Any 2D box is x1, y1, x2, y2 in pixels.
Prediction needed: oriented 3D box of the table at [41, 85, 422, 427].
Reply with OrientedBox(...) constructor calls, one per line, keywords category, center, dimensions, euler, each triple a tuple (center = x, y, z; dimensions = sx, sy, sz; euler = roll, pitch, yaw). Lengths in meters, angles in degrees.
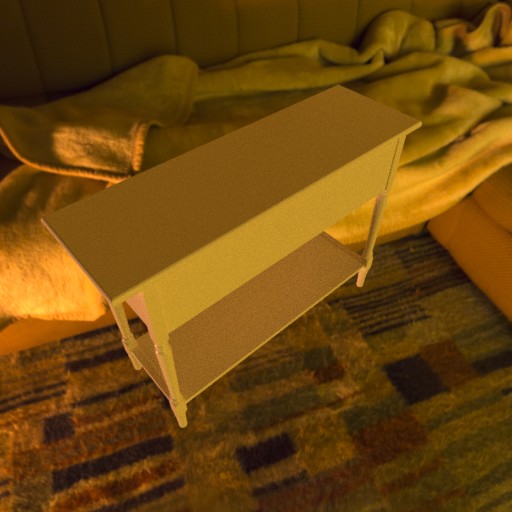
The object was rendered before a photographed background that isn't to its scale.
OrientedBox(category="table", center=(0.000, 0.000, 1.638), dimensions=(1.191, 0.814, 0.386), euler=(-32, 54, -28))
